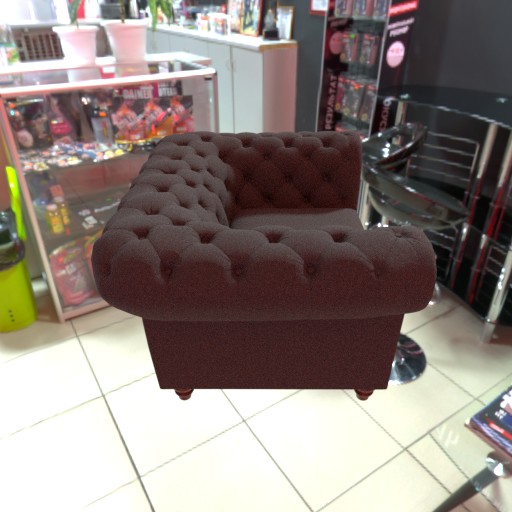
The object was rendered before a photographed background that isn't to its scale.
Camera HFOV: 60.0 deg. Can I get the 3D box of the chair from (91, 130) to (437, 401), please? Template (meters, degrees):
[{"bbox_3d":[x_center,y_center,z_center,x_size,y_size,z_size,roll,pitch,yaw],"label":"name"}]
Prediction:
[{"bbox_3d":[0.000,0.000,1.855,0.976,0.770,1.270,0,32,0],"label":"chair"}]
